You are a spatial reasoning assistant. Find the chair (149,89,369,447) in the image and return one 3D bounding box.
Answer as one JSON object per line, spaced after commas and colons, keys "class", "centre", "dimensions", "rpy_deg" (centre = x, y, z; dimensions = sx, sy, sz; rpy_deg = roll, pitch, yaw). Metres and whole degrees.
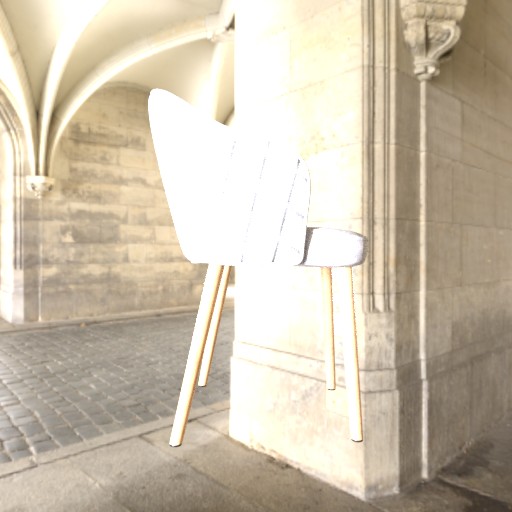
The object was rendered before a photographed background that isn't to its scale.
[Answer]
{"class": "chair", "centre": [0.000, 0.000, 1.145], "dimensions": [0.530, 0.800, 0.540], "rpy_deg": [0, 0, 1]}
